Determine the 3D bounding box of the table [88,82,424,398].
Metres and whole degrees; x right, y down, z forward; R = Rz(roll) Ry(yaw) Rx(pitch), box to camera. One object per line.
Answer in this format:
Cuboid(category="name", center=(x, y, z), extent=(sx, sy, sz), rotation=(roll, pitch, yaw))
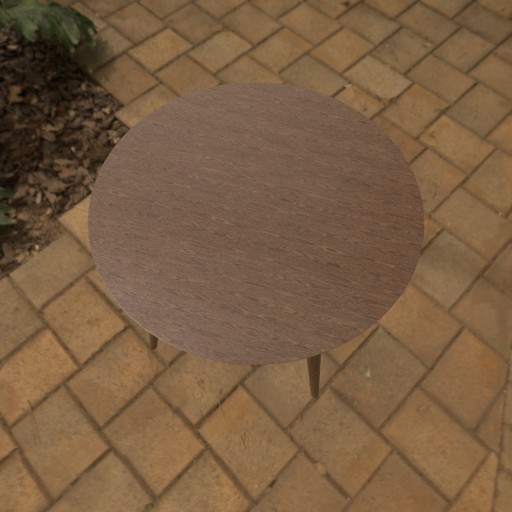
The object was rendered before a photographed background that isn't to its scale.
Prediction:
Cuboid(category="table", center=(0.000, 0.000, 1.757), extent=(1.053, 0.786, 1.053), rotation=(0, 63, 0))
